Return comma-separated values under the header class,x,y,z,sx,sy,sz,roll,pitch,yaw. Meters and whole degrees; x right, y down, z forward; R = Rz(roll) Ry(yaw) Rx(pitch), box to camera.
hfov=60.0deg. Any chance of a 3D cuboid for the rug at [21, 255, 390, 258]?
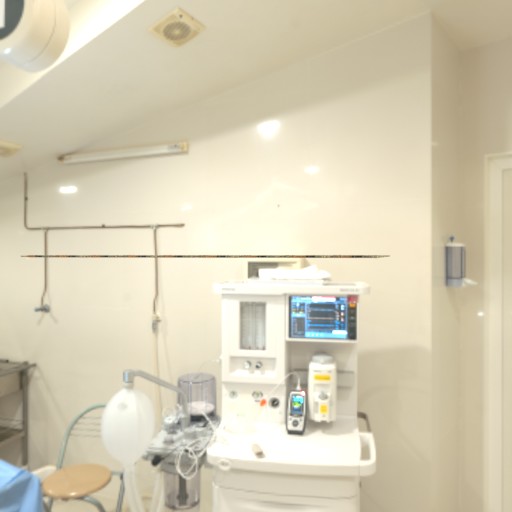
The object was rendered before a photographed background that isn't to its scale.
class,x,y,z,sx,sy,sz,roll,pitch,yaw
rug,0.000,0.000,2.256,1.278,0.009,1.730,0,0,18
